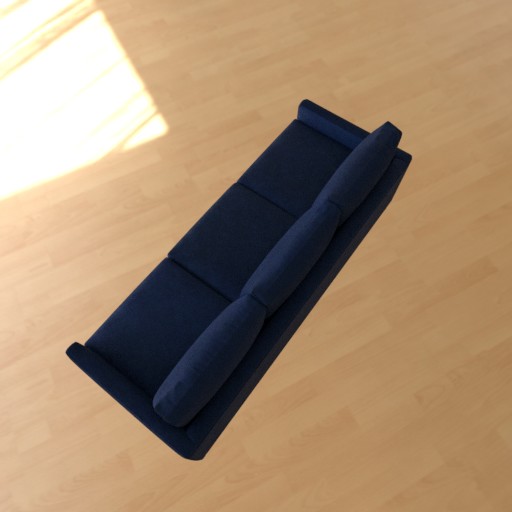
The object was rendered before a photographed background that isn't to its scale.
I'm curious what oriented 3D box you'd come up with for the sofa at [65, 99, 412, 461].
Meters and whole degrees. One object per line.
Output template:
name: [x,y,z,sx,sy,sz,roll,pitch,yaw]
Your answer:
sofa: [0.000,0.000,2.729,0.875,0.879,2.252,34,69,15]
